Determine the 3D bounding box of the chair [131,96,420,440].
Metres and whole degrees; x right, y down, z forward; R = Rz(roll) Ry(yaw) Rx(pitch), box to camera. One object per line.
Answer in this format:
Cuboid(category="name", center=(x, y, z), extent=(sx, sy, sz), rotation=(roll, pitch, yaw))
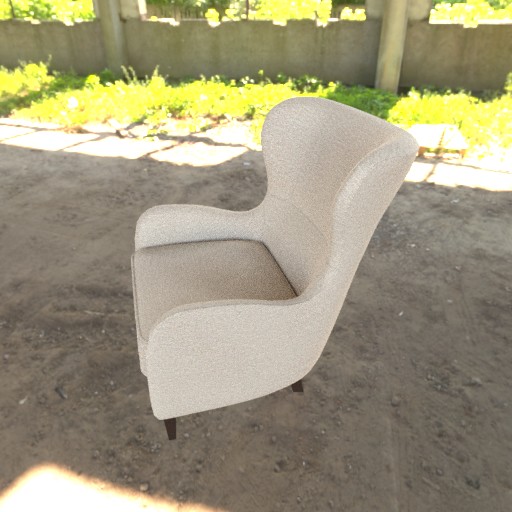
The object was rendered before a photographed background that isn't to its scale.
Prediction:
Cuboid(category="chair", center=(0.000, 0.000, 1.762), extent=(0.984, 1.064, 0.861), rotation=(-8, 30, -14))
